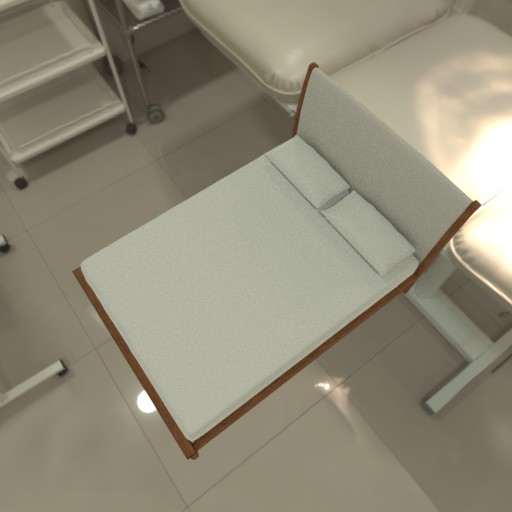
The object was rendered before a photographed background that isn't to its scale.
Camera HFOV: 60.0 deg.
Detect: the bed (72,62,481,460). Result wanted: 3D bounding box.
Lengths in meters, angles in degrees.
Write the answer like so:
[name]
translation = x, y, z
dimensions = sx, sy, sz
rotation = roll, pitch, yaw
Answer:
[bed]
translation = 0.000, 0.000, 2.962
dimensions = 2.108, 1.135, 1.502
rotation = -33, 67, -16
